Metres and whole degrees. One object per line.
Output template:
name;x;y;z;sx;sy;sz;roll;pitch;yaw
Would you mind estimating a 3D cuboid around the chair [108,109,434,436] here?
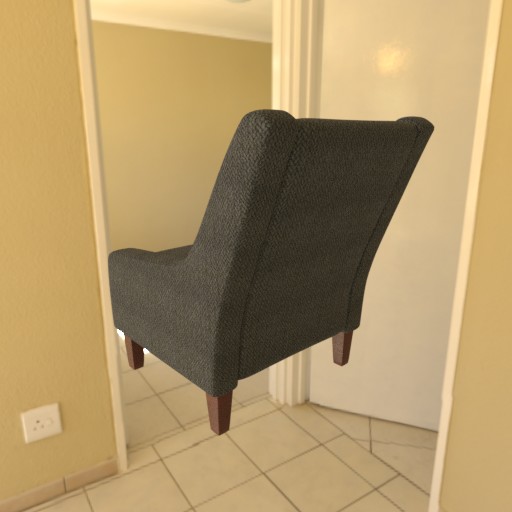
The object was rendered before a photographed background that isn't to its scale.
chair;0.000;0.000;1.693;0.793;1.012;0.944;-14;21;-41
